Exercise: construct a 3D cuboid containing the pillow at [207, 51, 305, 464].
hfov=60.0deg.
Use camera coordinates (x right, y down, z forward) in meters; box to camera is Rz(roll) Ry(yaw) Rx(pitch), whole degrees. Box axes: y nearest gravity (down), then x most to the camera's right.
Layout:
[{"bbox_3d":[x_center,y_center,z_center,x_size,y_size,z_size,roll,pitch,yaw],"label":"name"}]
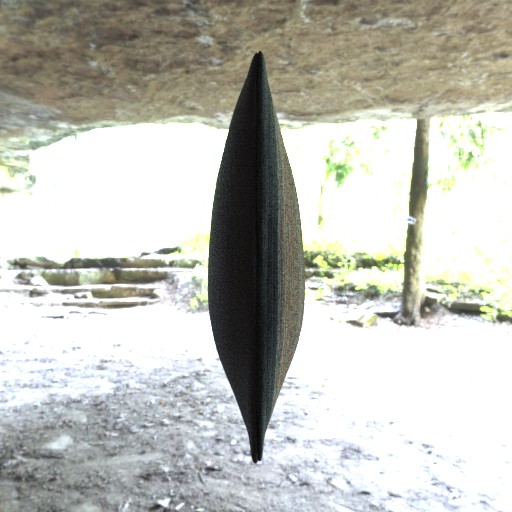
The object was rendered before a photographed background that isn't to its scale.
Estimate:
[{"bbox_3d":[0.000,0.000,0.656,0.136,0.419,0.437,0,0,-1],"label":"pillow"}]
